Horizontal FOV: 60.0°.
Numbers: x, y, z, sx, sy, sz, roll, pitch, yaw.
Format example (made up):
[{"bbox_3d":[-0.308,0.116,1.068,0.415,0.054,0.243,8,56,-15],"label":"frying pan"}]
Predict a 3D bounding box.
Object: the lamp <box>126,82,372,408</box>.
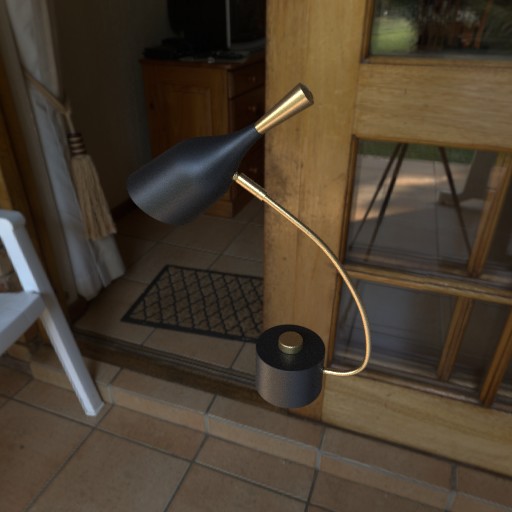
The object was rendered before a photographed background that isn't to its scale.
[{"bbox_3d":[0.000,0.000,0.623,0.352,0.464,0.110,7,31,13],"label":"lamp"}]
